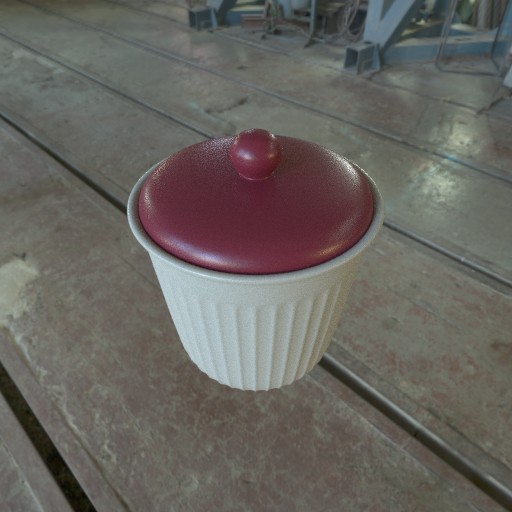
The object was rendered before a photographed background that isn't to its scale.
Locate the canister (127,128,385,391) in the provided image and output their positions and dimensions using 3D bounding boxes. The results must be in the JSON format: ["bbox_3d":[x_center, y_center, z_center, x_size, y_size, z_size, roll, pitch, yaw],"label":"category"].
[{"bbox_3d":[0.000,0.000,0.356,0.181,0.211,0.181,0,41,0],"label":"canister"}]
